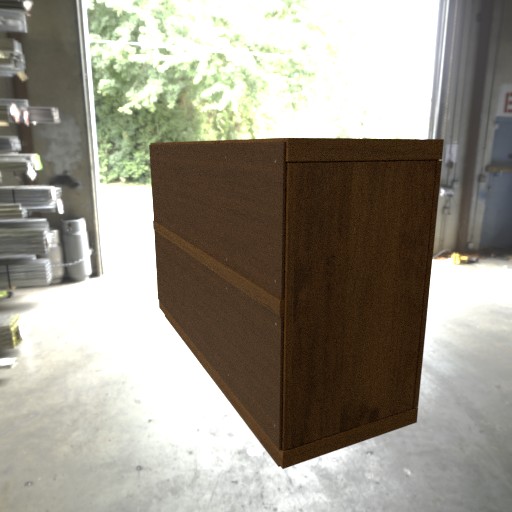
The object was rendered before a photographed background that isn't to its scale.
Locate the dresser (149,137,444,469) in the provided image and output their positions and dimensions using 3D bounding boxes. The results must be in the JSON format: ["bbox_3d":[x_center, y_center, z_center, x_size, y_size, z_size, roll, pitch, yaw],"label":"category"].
[{"bbox_3d":[0.000,0.000,1.652,0.479,0.825,1.261,-7,15,-25],"label":"dresser"}]
